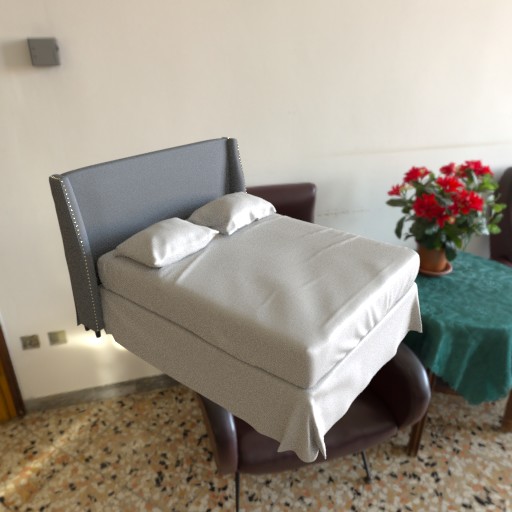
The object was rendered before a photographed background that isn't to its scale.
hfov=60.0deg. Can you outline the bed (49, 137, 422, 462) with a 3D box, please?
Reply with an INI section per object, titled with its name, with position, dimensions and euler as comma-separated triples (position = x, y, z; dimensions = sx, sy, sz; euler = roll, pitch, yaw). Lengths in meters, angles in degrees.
[bed]
position = 0.000, 0.000, 3.445
dimensions = 2.276, 1.332, 1.925
euler = 19, 31, 34
